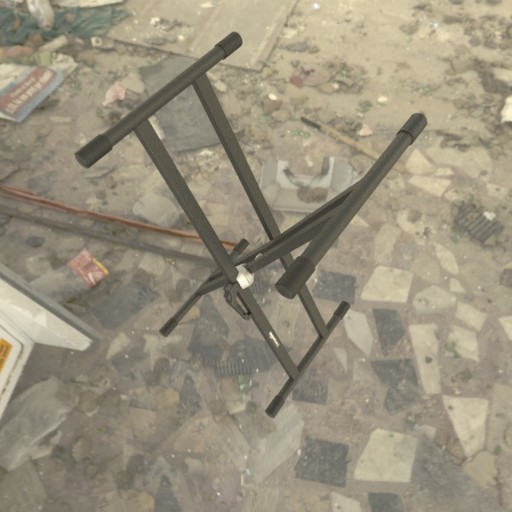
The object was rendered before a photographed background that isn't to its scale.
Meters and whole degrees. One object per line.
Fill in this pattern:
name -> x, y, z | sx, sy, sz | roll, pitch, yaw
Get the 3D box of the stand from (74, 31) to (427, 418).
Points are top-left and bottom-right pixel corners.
stand -> 0.000, 0.000, 1.234 | 0.503, 0.900, 0.495 | 32, 64, 18
